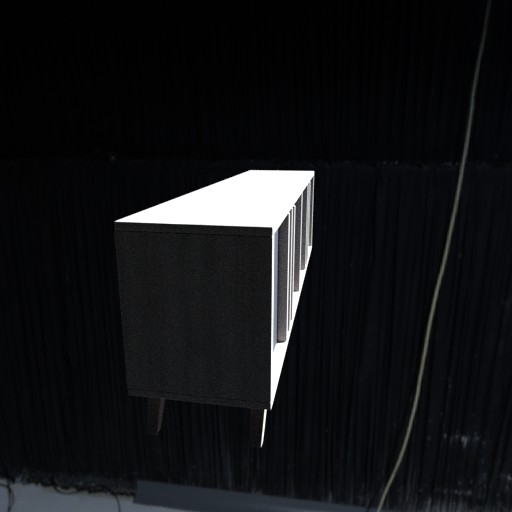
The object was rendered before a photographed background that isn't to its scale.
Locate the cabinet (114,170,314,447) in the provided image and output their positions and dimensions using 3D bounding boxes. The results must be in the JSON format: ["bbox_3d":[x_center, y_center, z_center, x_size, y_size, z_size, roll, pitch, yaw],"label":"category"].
[{"bbox_3d":[0.000,0.000,2.472,0.499,0.779,2.198,3,15,10],"label":"cabinet"}]
